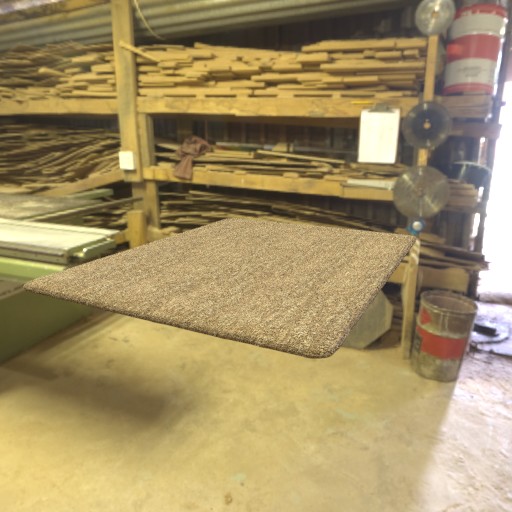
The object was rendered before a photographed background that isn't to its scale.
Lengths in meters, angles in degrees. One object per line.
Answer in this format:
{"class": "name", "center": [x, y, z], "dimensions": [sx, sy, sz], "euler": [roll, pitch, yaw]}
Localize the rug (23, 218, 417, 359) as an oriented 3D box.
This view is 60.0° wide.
{"class": "rug", "center": [0.000, 0.000, 3.769], "dimensions": [2.242, 0.050, 2.873], "euler": [8, 17, 26]}
